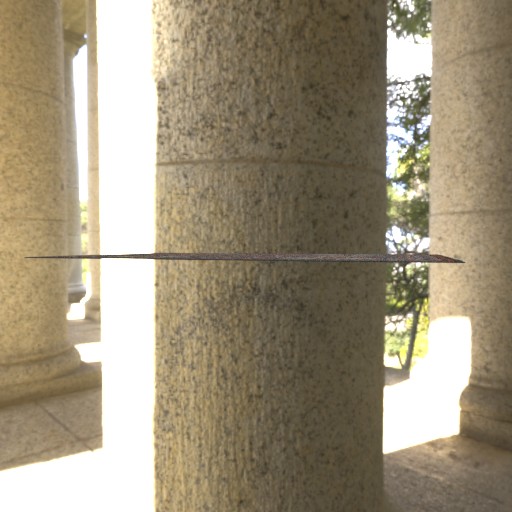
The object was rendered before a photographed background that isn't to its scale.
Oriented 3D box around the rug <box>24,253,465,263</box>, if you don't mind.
[{"bbox_3d":[0.000,0.000,4.177,3.371,0.008,2.190,0,2,18],"label":"rug"}]
